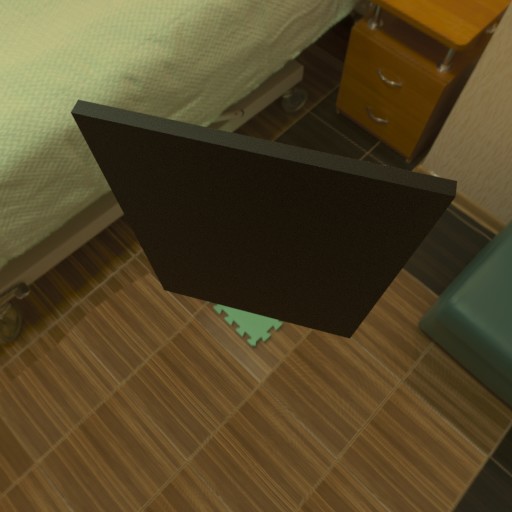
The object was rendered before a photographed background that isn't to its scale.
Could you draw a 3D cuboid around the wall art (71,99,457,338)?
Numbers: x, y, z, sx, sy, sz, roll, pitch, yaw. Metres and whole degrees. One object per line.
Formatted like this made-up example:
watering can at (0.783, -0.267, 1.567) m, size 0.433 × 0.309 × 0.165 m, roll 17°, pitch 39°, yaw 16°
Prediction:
wall art at (0.000, 0.000, 1.385) m, size 0.806 × 1.062 × 0.038 m, roll 14°, pitch 66°, yaw 6°
